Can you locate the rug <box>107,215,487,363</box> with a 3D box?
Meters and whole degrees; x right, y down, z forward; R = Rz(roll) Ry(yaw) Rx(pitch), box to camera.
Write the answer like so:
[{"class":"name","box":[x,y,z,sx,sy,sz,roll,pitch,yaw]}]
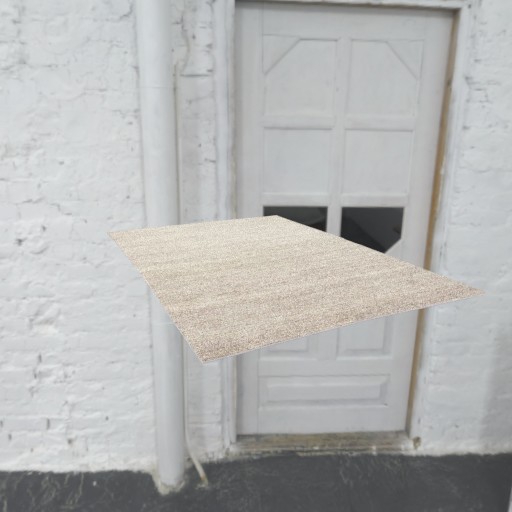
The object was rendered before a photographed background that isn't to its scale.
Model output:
[{"class":"rug","box":[0.000,0.000,3.015,1.609,0.030,2.342,-8,18,-25]}]
